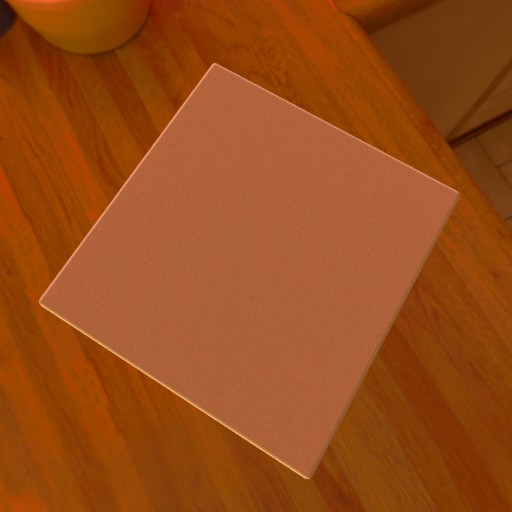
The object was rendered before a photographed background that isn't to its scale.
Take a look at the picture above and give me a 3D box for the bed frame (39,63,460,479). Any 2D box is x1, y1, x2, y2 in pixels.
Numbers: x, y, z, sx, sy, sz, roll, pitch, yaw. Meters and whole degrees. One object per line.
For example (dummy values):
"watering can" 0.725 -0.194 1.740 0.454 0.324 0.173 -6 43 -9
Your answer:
"bed frame" 0.000 0.000 3.951 2.526 0.680 2.635 31 78 7
